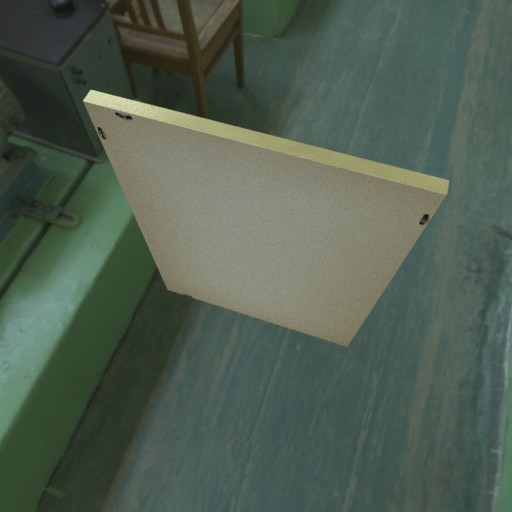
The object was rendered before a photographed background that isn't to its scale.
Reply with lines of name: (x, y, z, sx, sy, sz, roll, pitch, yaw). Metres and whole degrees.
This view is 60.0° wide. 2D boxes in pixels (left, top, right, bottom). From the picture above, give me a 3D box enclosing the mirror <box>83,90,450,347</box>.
mirror: (0.000, 0.000, 1.339, 0.762, 1.016, 0.040, 16, 64, 8)
